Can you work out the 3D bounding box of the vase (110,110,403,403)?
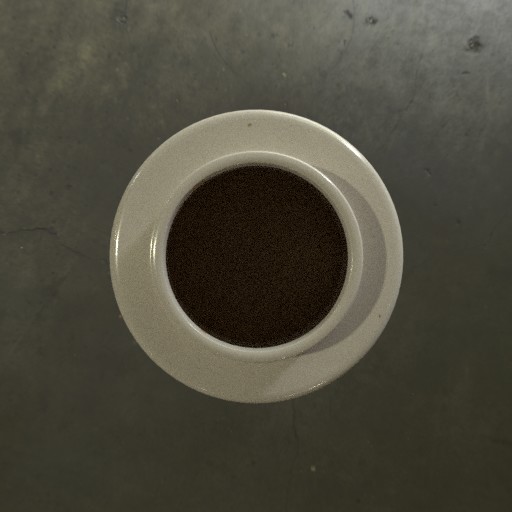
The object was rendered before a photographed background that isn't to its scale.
[{"bbox_3d":[0.000,0.000,0.285,0.153,0.167,0.153,0,90,0],"label":"vase"}]
